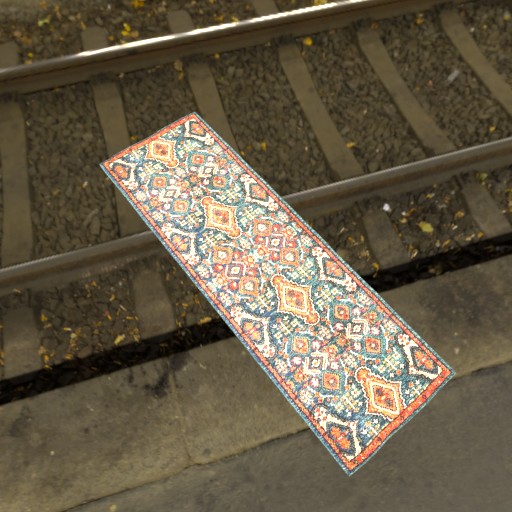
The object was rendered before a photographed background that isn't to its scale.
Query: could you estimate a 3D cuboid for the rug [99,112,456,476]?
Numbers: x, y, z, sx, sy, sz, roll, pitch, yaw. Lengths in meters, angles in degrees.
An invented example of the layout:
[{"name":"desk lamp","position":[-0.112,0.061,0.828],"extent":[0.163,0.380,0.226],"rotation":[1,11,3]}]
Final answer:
[{"name":"rug","position":[0.000,0.000,2.701],"extent":[0.801,0.010,2.459],"rotation":[-35,67,-17]}]
